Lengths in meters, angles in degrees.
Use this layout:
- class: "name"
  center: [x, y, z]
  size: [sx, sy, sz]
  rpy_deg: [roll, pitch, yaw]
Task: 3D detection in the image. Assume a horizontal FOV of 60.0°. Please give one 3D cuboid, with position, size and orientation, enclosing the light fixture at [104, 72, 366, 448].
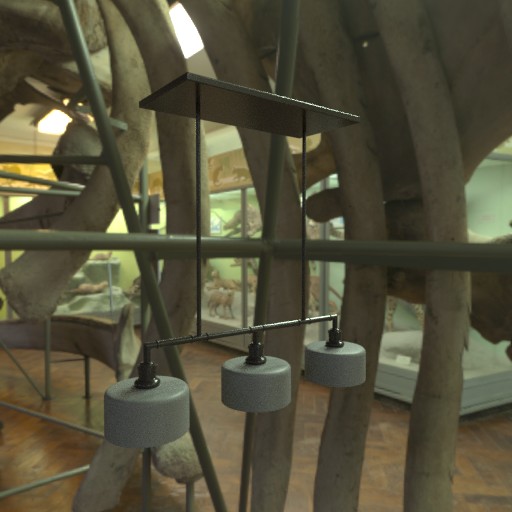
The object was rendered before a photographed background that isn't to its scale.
- class: "light fixture"
  center: [0.000, 0.000, 0.852]
  size: [0.582, 0.557, 0.177]
  rpy_deg: [-2, 3, -38]
